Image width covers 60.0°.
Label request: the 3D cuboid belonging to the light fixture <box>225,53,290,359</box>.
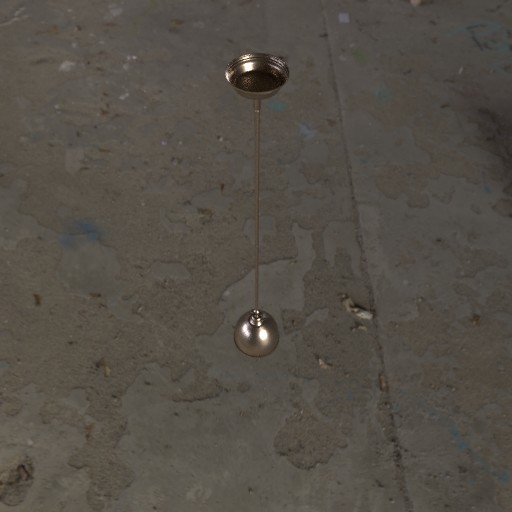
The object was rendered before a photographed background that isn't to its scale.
[{"bbox_3d":[0.000,0.000,1.467,0.217,1.367,0.211,16,59,10],"label":"light fixture"}]
